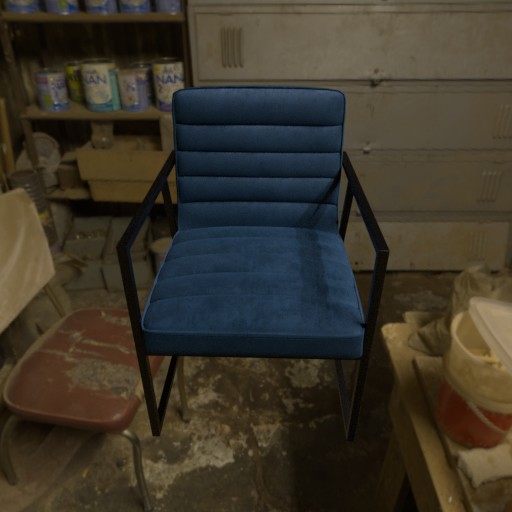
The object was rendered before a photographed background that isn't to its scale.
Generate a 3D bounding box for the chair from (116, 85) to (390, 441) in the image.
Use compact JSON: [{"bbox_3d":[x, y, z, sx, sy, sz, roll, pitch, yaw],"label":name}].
[{"bbox_3d":[0.000,0.000,1.285,0.571,0.833,0.677,1,32,2],"label":"chair"}]
